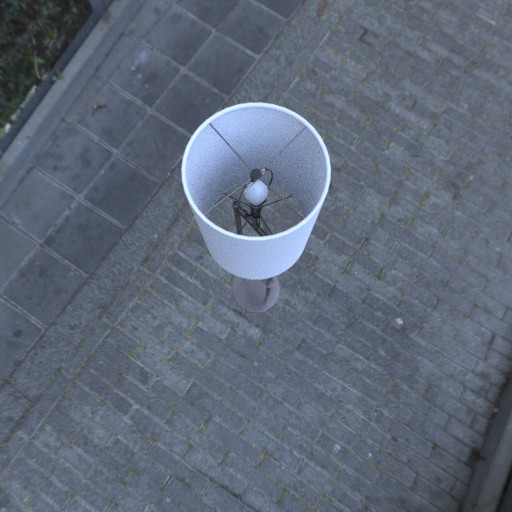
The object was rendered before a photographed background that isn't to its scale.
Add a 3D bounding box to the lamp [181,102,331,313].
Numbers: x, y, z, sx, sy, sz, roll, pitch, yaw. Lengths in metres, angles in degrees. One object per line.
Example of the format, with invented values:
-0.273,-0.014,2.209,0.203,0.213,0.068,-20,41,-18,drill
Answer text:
0.000,0.000,1.632,0.305,1.500,0.306,-42,80,-9,lamp
